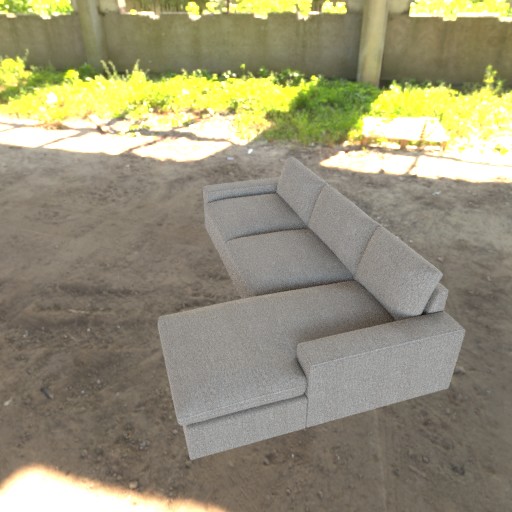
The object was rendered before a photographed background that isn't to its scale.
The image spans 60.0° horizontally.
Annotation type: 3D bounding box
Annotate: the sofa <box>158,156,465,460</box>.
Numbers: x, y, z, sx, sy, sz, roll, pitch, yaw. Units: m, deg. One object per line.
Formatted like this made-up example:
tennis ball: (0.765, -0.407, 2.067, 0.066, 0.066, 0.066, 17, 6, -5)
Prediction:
sofa: (0.000, 0.000, 3.507, 1.689, 0.813, 2.718, -9, 31, -15)
